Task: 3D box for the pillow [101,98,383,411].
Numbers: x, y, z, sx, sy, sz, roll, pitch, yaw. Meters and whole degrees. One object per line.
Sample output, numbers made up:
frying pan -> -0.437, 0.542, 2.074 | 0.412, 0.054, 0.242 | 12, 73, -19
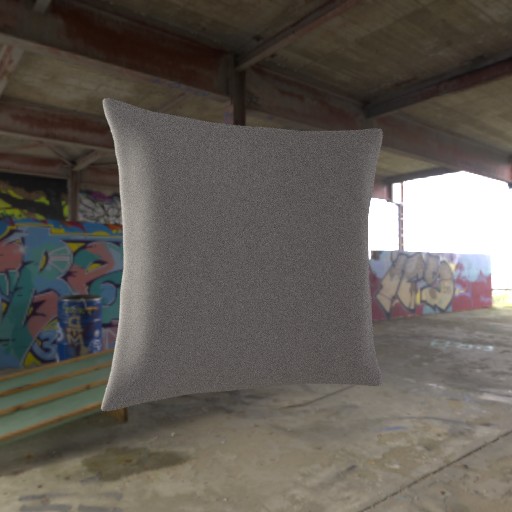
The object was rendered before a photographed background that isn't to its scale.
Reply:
pillow -> 0.000, 0.000, 0.798 | 0.525, 0.508, 0.166 | 0, -1, -18
